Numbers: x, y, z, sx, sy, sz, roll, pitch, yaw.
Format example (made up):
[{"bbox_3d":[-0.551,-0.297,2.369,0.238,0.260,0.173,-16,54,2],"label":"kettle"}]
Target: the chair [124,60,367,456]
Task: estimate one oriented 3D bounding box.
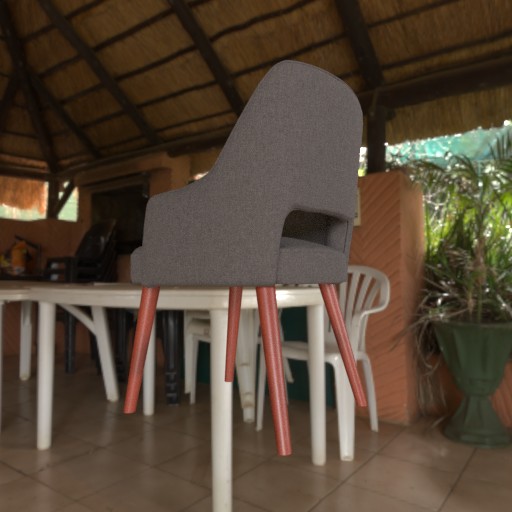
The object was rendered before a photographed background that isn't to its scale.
[{"bbox_3d":[0.000,0.000,1.227,0.560,0.838,0.559,-2,-3,35],"label":"chair"}]
